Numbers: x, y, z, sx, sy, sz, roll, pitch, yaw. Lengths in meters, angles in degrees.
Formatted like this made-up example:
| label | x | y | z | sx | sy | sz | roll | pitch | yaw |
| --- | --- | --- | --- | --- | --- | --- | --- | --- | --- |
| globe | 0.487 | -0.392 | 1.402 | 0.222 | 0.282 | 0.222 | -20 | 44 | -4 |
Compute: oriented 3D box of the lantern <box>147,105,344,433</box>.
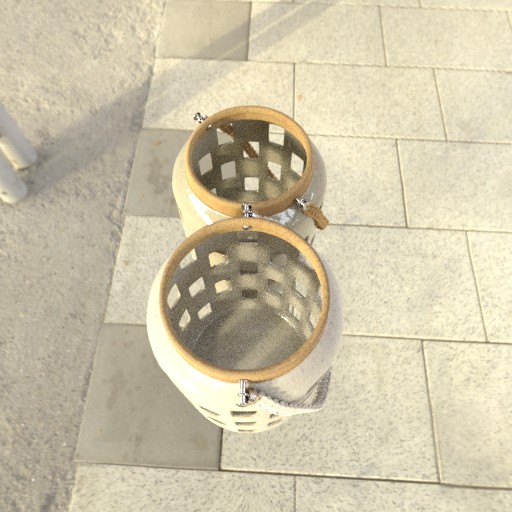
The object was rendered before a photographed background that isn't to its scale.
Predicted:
| label | x | y | z | sx | sy | sz | roll | pitch | yaw |
| --- | --- | --- | --- | --- | --- | --- | --- | --- | --- |
| lantern | 0.000 | 0.000 | 0.485 | 0.184 | 0.255 | 0.347 | 0 | 64 | 0 |
